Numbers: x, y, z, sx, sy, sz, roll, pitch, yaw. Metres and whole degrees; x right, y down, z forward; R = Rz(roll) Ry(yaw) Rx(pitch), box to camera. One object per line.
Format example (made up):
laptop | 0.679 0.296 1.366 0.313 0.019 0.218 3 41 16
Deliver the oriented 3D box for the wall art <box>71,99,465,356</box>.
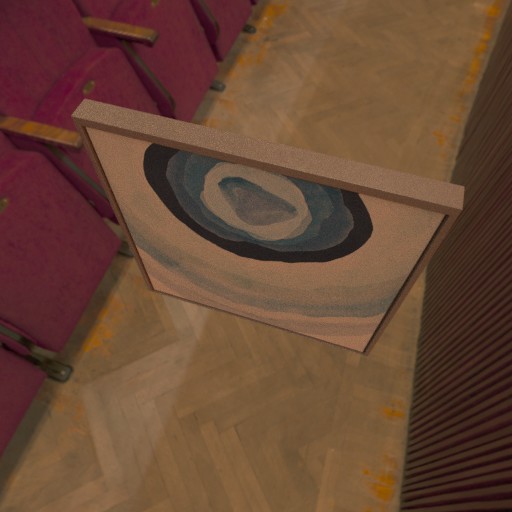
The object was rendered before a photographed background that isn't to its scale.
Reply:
wall art | 0.000 0.000 0.531 0.349 0.349 0.028 15 60 9
